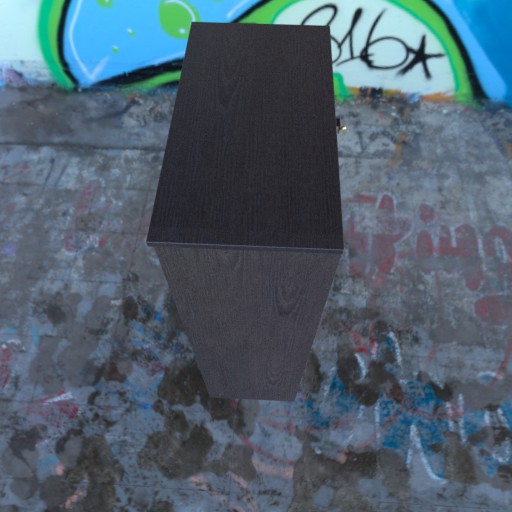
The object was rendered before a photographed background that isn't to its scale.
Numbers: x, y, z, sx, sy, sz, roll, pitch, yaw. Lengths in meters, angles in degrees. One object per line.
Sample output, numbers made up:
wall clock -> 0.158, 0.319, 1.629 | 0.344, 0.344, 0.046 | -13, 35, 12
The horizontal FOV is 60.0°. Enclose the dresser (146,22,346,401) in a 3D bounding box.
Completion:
dresser -> 0.000, 0.000, 1.546 | 0.418, 1.254, 0.704 | 2, 59, 1
